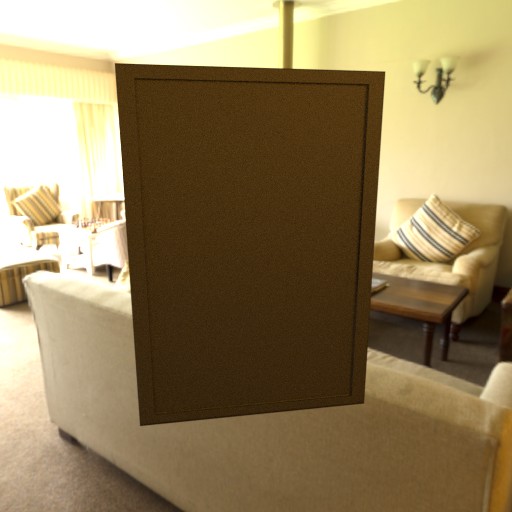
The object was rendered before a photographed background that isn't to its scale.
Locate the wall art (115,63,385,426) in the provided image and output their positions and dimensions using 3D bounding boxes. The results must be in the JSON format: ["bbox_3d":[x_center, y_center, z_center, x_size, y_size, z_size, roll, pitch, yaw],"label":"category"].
[{"bbox_3d":[0.000,0.000,0.546,0.303,0.431,0.013,-2,14,-10],"label":"wall art"}]
